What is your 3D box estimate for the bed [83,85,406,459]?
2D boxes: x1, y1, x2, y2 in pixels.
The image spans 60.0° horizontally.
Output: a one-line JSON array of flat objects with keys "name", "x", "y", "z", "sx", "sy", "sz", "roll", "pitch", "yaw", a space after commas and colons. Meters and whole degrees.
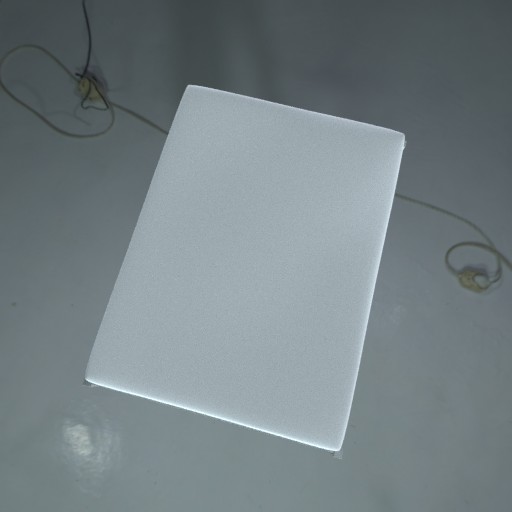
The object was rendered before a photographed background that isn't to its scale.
[{"name": "bed", "x": 0.000, "y": 0.000, "z": 2.873, "sx": 1.604, "sy": 0.510, "sz": 2.108, "roll": 15, "pitch": 76, "yaw": 4}]
